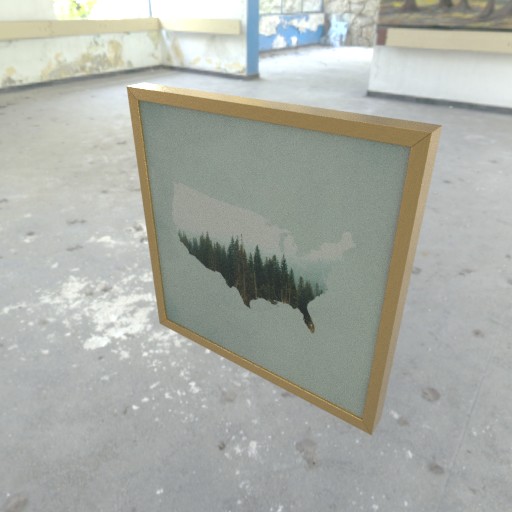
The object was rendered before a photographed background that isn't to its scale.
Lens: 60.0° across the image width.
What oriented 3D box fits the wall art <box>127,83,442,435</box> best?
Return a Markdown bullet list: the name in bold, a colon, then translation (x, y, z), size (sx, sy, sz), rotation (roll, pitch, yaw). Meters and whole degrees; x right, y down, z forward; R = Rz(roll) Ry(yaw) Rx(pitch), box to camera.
- **wall art**: translation (0.000, 0.000, 0.761), size (0.509, 0.509, 0.040), rotation (20, 36, 30)
